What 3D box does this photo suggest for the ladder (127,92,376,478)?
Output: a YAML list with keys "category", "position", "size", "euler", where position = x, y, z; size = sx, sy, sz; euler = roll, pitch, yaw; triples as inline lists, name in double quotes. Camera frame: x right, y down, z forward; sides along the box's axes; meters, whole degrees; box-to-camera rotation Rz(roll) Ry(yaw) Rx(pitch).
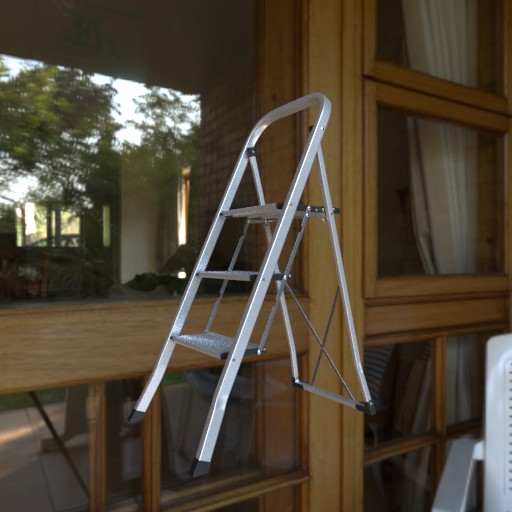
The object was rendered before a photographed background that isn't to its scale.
- category: "ladder"
  position: [0.000, 0.000, 1.459]
  size: [0.704, 1.070, 0.465]
  euler: [0, 0, -35]
